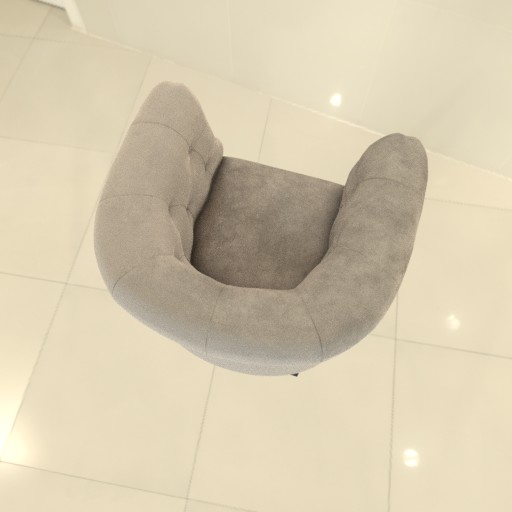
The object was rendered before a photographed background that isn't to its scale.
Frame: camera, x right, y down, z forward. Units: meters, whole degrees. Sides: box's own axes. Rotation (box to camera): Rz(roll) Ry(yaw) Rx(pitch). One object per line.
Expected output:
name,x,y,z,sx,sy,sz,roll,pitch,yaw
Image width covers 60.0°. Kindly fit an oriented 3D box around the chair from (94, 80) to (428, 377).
chair,0.000,0.000,1.549,0.904,0.826,0.851,15,66,7
